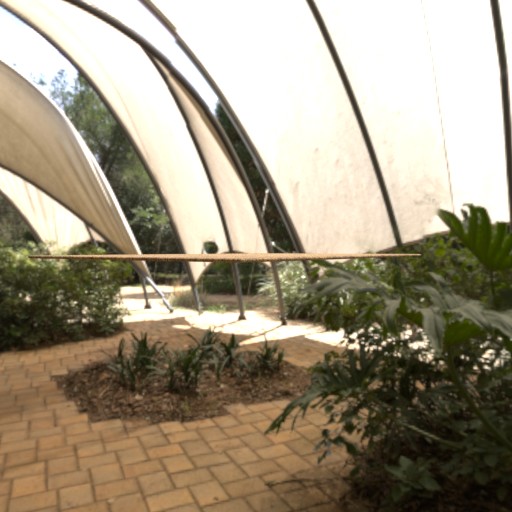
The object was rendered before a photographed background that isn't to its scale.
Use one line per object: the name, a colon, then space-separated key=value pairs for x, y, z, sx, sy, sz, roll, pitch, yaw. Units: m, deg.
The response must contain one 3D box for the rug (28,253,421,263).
rug: x=0.000 y=0.000 z=2.396 sx=1.243 sy=0.014 sz=1.846 roll=1 pitch=1 yaw=36
